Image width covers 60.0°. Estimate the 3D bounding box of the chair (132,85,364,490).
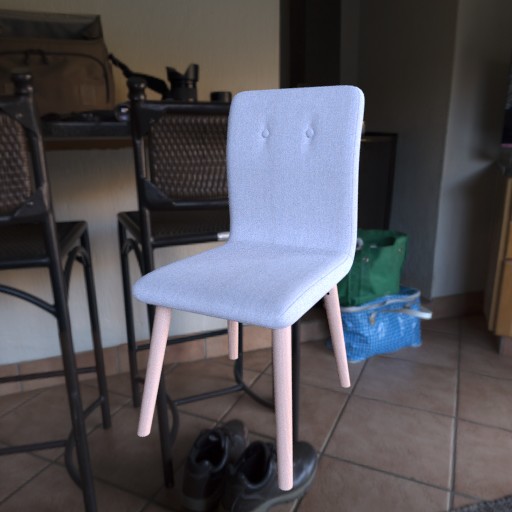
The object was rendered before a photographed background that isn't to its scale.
[{"bbox_3d":[0.000,0.000,1.177,0.435,0.885,0.550,7,16,26],"label":"chair"}]
